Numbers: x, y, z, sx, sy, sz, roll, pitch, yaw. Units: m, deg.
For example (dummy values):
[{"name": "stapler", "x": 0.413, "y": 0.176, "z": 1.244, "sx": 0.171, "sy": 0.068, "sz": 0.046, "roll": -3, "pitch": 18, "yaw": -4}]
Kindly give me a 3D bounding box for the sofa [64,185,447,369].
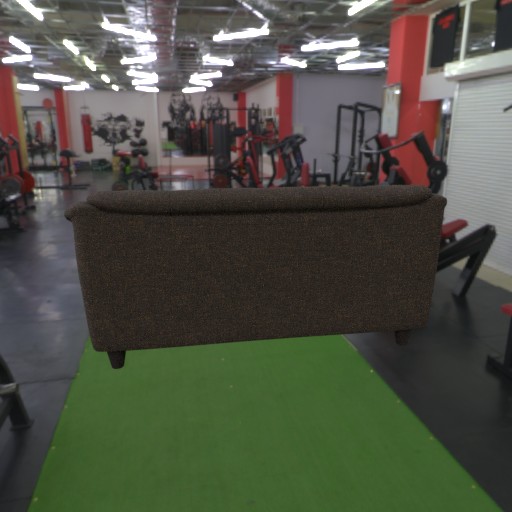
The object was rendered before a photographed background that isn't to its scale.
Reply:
[{"name": "sofa", "x": 0.000, "y": 0.000, "z": 2.302, "sx": 1.849, "sy": 0.790, "sz": 0.887, "roll": -3, "pitch": 16, "yaw": -9}]
